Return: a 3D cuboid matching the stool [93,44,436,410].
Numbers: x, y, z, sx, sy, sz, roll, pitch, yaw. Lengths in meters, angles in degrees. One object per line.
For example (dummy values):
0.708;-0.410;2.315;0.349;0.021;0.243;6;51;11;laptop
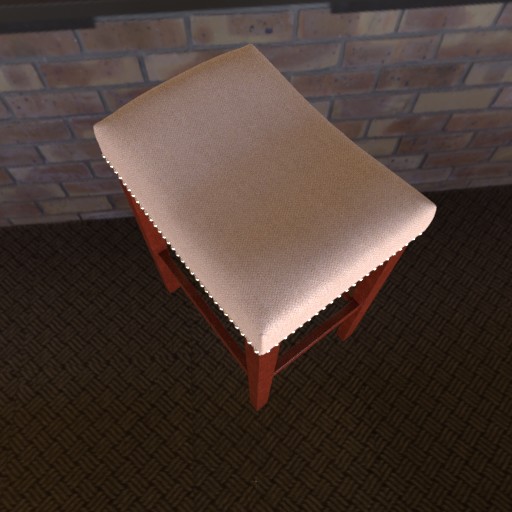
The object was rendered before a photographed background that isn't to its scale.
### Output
0.000;0.000;1.051;0.372;0.742;0.504;-35;68;-16;stool
